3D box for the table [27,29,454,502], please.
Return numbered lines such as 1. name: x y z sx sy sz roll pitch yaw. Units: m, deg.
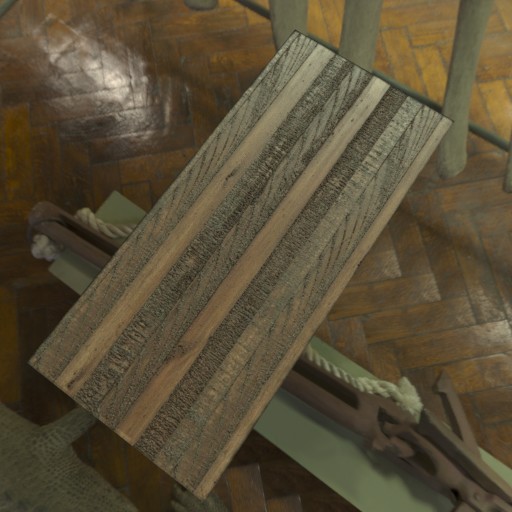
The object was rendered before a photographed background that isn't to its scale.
1. table: 0.000 0.000 1.168 0.452 0.399 0.990 34 78 8
